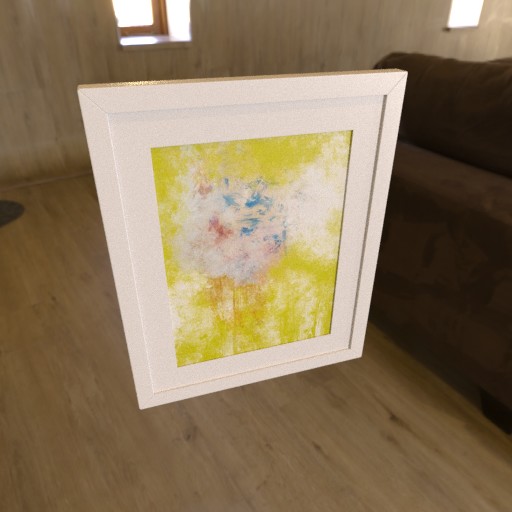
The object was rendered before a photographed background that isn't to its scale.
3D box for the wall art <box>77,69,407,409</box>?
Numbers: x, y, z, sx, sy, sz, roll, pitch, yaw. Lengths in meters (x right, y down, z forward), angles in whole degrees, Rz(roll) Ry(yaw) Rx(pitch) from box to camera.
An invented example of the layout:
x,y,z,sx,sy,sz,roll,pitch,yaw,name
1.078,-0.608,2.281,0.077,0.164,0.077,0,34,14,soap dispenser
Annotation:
x,y,z,sx,sy,sz,roll,pitch,yaw,name
0.000,0.000,0.736,0.454,0.556,0.028,-9,32,-15,wall art
